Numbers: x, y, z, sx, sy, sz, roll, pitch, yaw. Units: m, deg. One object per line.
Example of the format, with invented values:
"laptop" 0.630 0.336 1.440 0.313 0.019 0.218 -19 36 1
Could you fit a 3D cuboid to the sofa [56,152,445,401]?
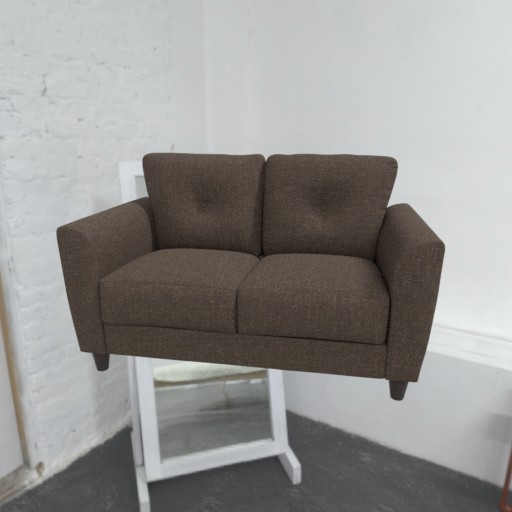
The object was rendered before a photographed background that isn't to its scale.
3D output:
"sofa" 0.000 0.000 2.004 1.423 0.885 0.851 3 16 10
